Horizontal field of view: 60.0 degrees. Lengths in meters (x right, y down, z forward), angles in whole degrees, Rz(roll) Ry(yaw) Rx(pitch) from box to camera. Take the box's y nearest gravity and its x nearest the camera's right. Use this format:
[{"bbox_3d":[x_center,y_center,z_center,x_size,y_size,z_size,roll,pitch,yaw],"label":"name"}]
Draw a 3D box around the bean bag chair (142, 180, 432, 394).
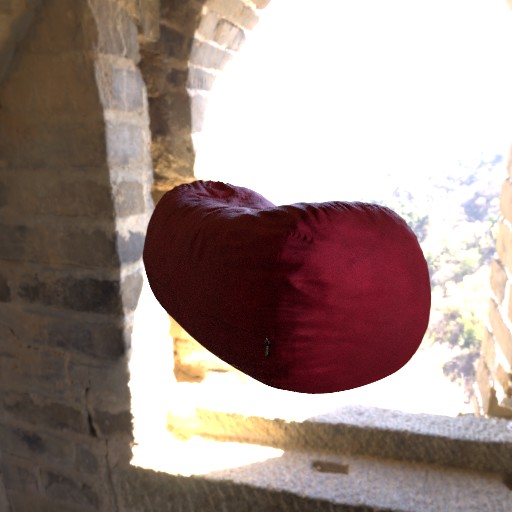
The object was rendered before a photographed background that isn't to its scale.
[{"bbox_3d":[0.000,0.000,2.800,1.216,0.867,2.293,-7,15,-28],"label":"bean bag chair"}]
